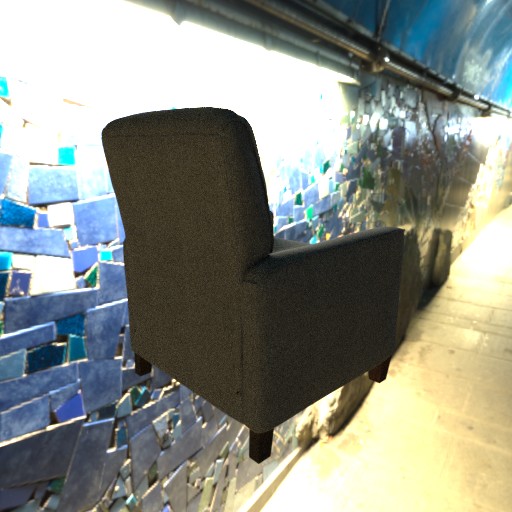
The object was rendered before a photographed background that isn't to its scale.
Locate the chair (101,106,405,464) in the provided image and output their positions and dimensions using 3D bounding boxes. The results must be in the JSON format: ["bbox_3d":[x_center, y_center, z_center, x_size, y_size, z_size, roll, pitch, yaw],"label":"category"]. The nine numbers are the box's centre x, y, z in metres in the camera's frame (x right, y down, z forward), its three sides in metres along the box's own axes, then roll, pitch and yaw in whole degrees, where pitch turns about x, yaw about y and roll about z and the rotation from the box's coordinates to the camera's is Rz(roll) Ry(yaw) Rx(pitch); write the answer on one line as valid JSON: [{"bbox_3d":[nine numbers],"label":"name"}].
[{"bbox_3d":[0.000,0.000,1.683,0.858,1.028,0.841,-13,19,-42],"label":"chair"}]
